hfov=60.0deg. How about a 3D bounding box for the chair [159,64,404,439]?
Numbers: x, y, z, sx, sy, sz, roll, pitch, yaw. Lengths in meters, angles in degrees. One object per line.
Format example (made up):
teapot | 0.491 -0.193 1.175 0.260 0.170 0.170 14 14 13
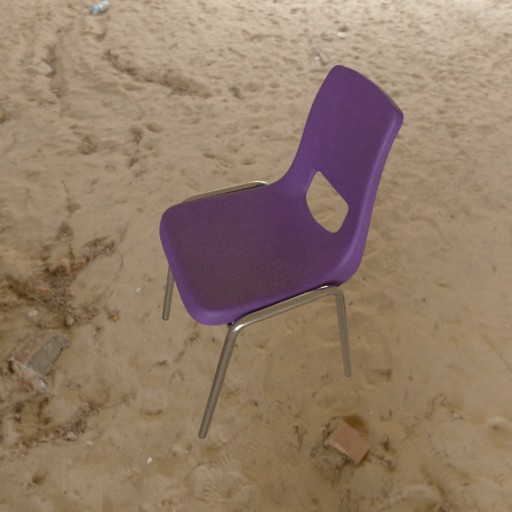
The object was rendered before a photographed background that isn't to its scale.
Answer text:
chair | 0.000 0.000 0.954 0.432 0.704 0.381 -16 48 -15
